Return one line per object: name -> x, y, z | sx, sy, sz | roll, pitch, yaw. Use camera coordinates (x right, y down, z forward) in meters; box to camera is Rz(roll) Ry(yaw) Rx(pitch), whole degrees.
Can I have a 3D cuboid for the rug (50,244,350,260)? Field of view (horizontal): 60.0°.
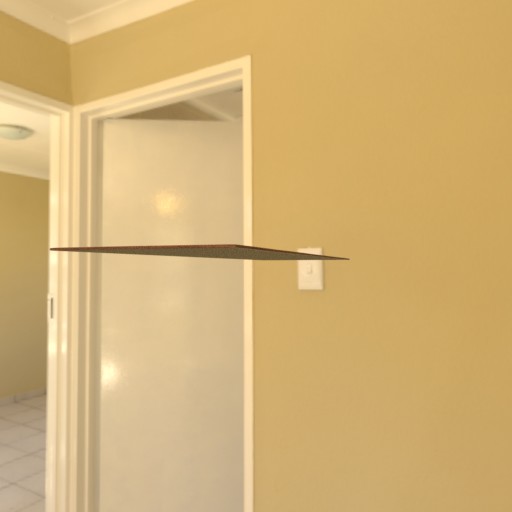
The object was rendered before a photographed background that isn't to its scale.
rug -> 0.000, 0.000, 2.679 | 0.769, 0.012, 2.448 | -1, -2, 20
